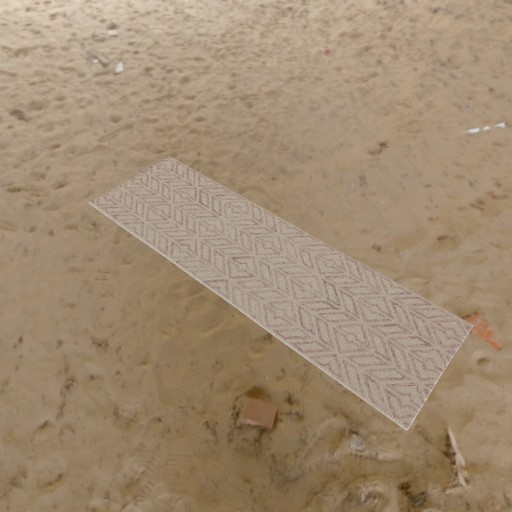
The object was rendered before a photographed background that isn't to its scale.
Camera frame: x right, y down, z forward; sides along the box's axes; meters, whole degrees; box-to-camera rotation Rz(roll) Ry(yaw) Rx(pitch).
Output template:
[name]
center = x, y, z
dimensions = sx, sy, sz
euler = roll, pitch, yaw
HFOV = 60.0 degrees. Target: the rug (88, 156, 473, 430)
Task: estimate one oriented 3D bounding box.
[rug]
center = 0.000, 0.000, 2.728
dimensions = 2.435, 0.009, 0.750
euler = 32, 54, 27
